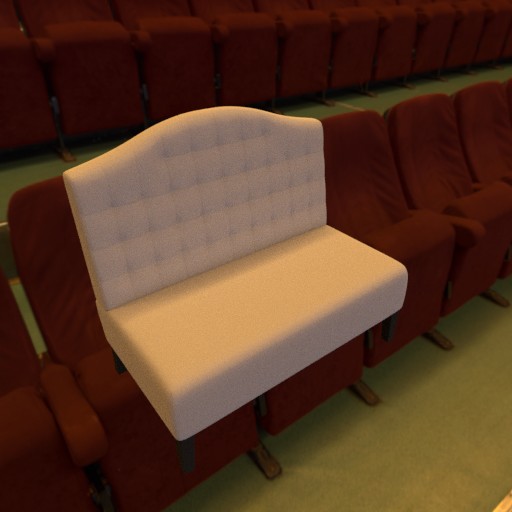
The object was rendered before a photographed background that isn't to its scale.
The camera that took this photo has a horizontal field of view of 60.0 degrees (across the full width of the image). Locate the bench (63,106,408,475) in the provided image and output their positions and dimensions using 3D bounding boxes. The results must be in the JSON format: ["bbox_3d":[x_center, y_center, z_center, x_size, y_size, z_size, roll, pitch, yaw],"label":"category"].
[{"bbox_3d":[0.000,0.000,2.042,1.335,1.180,0.815,-22,38,-31],"label":"bench"}]
